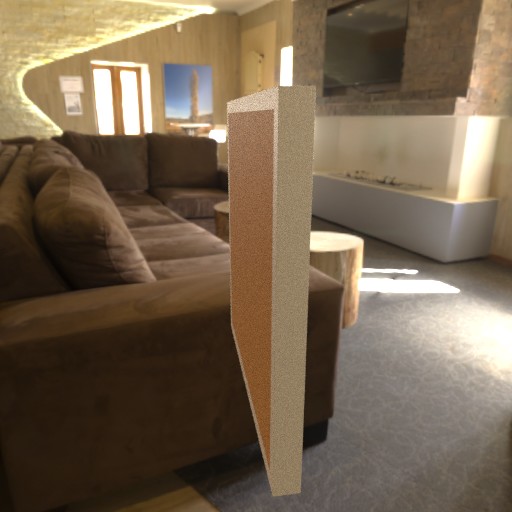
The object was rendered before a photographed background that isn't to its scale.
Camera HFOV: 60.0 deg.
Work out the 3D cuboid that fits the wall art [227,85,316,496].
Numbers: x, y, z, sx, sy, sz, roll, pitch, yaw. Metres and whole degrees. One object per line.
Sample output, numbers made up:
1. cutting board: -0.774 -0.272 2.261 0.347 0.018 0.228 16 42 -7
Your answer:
1. wall art: 0.000 0.000 0.752 0.038 0.508 0.507 -3 18 -9
